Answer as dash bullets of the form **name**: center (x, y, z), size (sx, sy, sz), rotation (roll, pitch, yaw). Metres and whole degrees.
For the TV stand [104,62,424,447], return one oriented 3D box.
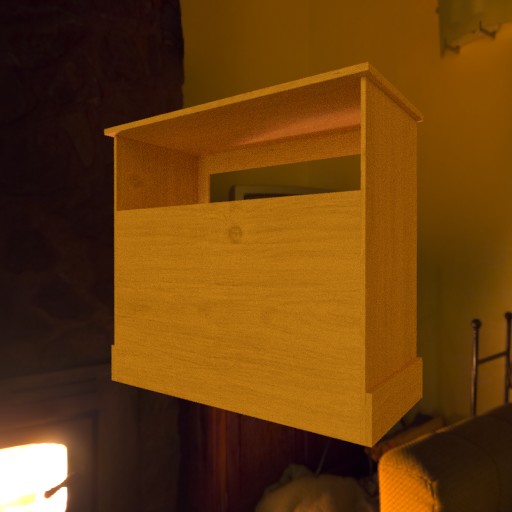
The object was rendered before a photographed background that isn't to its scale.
- **TV stand**: center (0.000, 0.000, 1.313), size (0.851, 0.787, 0.430), rotation (0, 0, 35)
